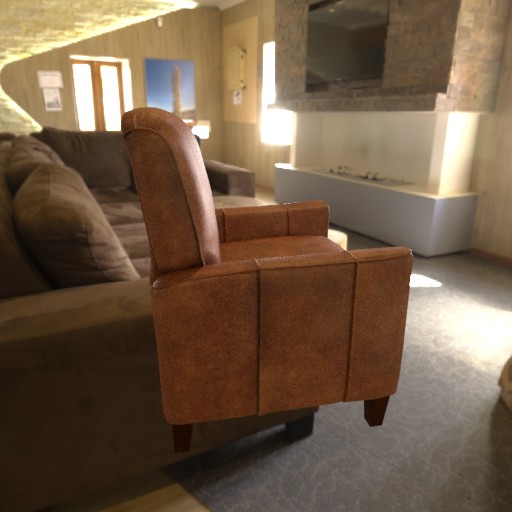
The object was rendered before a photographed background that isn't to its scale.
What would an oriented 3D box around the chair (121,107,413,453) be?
[{"bbox_3d":[0.000,0.000,1.644,0.836,1.043,0.843,-4,18,-11],"label":"chair"}]
